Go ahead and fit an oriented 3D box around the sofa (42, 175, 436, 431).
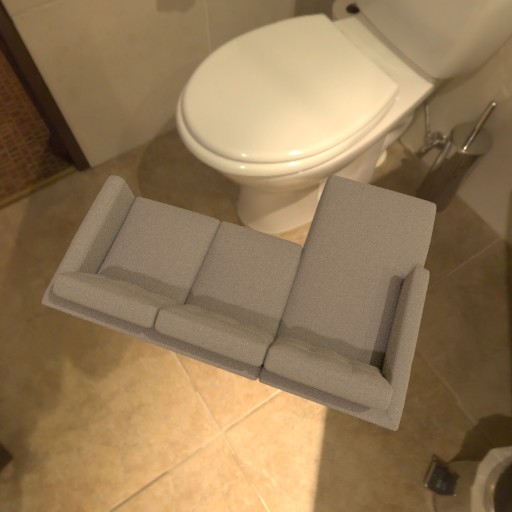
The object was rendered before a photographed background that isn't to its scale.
[{"bbox_3d":[0.000,0.000,2.792,2.040,0.860,1.530,18,66,8],"label":"sofa"}]
